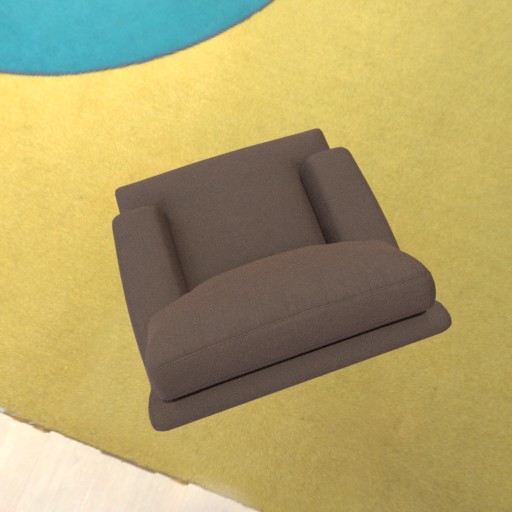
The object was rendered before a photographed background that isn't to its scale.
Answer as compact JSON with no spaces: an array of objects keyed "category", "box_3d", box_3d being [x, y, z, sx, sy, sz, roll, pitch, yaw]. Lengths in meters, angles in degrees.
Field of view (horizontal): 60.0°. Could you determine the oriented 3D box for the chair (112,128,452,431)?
[{"category":"chair","box_3d":[0.000,0.000,1.975,1.168,0.940,1.143,-18,74,-5]}]
